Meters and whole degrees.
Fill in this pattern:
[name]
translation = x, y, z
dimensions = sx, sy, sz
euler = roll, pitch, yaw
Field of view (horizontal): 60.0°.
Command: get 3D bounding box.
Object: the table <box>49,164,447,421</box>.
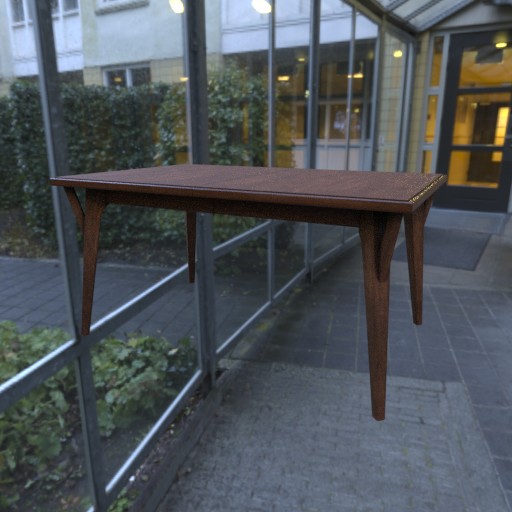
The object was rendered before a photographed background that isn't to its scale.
[table]
translation = 0.000, 0.000, 2.120
dimensions = 1.524, 0.761, 0.990
euler = 8, 17, 27
